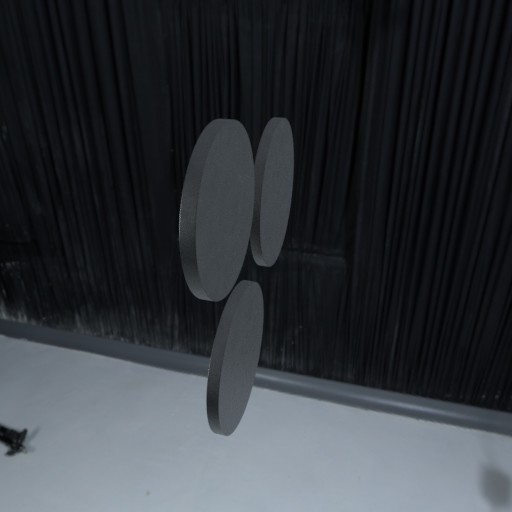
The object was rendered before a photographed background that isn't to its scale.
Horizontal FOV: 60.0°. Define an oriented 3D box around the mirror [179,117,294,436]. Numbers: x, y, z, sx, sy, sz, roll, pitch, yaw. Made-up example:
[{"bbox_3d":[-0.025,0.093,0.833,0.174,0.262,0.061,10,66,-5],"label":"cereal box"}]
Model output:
[{"bbox_3d":[0.000,0.000,3.091,0.076,2.096,2.160,8,30,14],"label":"mirror"}]
